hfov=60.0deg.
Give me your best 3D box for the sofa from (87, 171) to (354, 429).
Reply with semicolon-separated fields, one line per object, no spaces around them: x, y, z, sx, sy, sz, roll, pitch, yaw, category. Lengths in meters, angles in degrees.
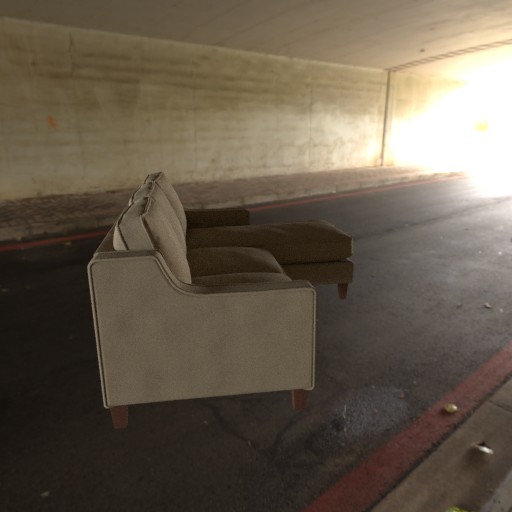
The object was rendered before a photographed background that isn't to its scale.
0.000;0.000;3.235;1.858;1.066;2.317;-3;16;-9;sofa
